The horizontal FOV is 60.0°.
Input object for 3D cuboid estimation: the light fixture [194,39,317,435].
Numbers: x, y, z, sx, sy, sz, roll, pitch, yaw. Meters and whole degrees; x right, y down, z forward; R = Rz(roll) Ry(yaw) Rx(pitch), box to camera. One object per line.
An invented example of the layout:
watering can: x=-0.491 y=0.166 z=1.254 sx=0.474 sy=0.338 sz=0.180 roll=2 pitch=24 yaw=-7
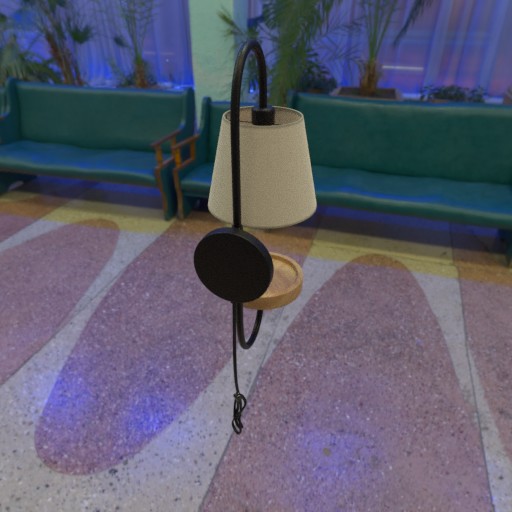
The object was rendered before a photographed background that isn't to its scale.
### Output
light fixture: x=0.000 y=0.000 z=0.924 sx=0.220 sy=0.821 sz=0.299 roll=10 pitch=33 yaw=16
